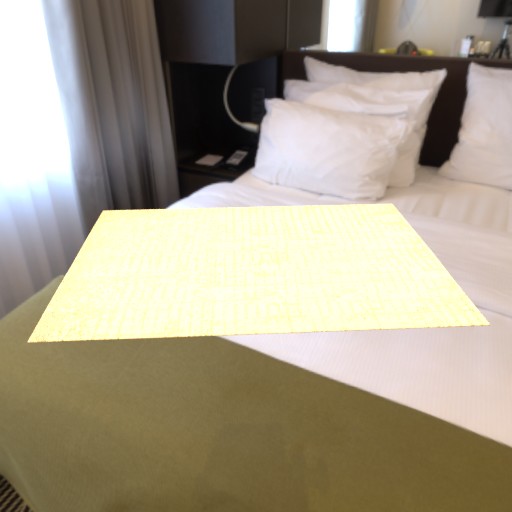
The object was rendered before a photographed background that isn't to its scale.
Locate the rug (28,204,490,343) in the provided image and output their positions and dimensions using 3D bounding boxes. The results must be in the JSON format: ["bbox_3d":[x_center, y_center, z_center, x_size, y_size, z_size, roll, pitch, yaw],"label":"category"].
[{"bbox_3d":[0.000,0.000,2.265,1.827,0.007,1.211,-2,30,-3],"label":"rug"}]
